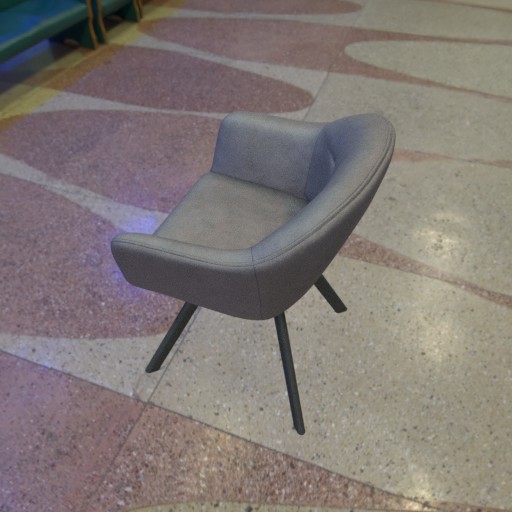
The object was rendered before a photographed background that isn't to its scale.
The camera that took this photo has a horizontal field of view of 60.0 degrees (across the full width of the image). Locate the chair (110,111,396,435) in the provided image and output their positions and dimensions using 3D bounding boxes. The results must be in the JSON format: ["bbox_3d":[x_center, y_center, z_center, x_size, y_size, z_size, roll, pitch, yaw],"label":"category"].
[{"bbox_3d":[0.000,0.000,1.159,0.544,0.781,0.567,17,48,15],"label":"chair"}]
